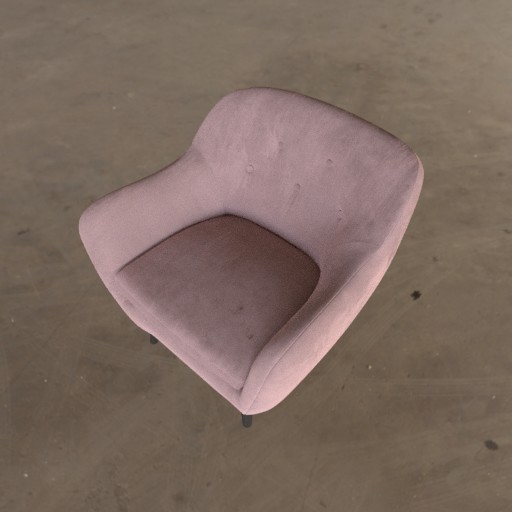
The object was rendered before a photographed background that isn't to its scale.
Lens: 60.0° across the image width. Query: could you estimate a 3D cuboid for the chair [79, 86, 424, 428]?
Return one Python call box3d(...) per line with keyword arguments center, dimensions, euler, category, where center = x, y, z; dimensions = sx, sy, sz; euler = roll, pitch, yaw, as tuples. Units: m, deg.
box3d(center=(0.000, 0.000, 1.530), dimensions=(0.840, 0.820, 0.820), euler=(33, 55, 27), category="chair")
